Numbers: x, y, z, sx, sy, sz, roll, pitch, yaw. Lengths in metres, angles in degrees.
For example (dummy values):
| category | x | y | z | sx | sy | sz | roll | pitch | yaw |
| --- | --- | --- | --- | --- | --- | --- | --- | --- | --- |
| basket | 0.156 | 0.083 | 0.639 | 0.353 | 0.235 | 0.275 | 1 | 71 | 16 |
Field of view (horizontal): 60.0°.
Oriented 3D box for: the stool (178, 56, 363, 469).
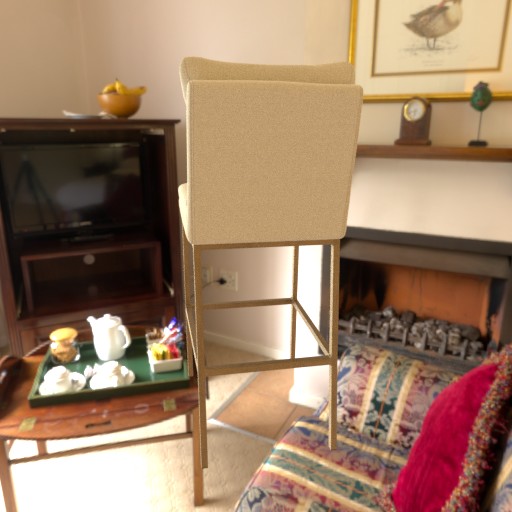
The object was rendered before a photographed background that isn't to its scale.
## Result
| category | x | y | z | sx | sy | sz | roll | pitch | yaw |
| --- | --- | --- | --- | --- | --- | --- | --- | --- | --- |
| stool | 0.000 | 0.000 | 1.434 | 0.463 | 1.125 | 0.572 | -3 | 16 | -11 |
